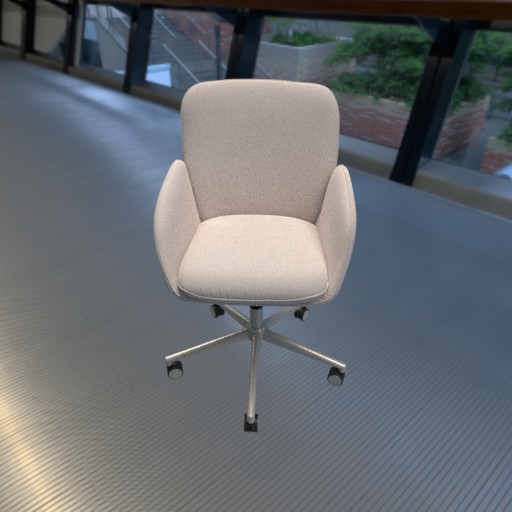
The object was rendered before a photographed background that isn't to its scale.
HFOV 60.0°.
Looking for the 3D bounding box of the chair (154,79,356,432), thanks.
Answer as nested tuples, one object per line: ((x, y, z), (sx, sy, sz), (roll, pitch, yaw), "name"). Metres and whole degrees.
((0.000, 0.000, 1.420), (0.648, 0.959, 0.633), (2, 33, 3), "chair")
